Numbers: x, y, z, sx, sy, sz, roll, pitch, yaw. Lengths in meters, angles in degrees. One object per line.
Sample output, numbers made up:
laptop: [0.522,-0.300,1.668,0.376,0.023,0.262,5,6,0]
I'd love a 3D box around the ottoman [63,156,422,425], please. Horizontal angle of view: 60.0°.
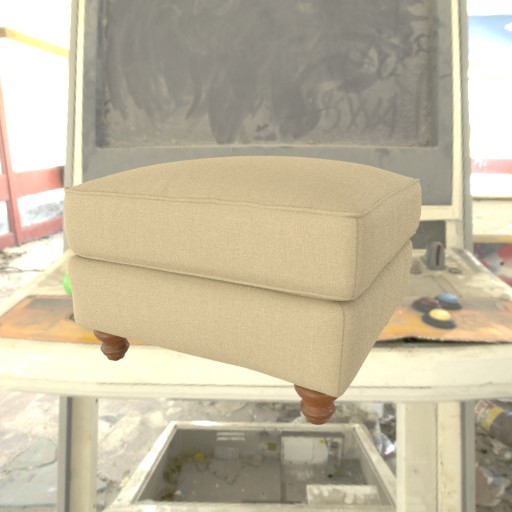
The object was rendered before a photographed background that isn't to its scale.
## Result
ottoman: [0.000,0.000,1.151,0.716,0.505,0.662,8,17,27]
